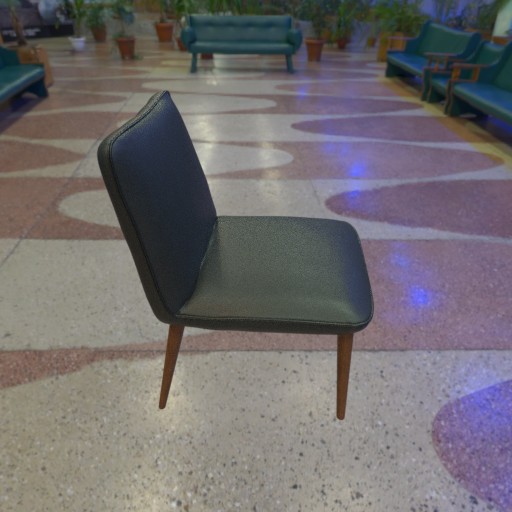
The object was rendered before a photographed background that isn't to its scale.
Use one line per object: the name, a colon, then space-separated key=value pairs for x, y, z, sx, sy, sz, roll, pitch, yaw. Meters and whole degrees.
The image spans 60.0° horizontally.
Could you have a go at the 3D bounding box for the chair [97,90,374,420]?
chair: x=0.000 y=0.000 z=1.255 sx=0.645 sy=0.801 sz=0.543 roll=0 pitch=33 yaw=0
